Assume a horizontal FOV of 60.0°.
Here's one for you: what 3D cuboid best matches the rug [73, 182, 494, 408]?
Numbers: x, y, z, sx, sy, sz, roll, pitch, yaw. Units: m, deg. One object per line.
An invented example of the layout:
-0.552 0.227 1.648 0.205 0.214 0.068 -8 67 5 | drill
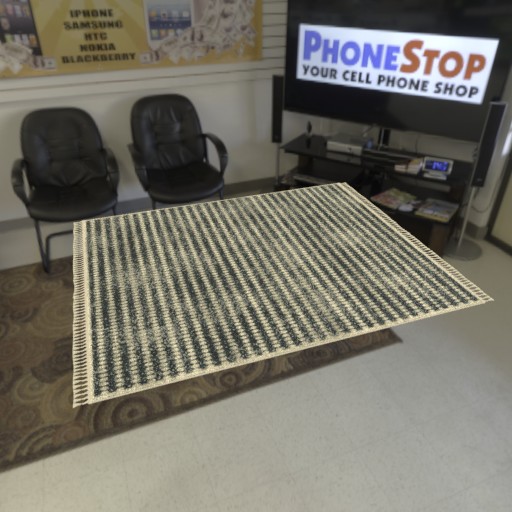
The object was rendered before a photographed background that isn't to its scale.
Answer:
0.000 0.000 3.728 2.910 0.013 2.256 -11 34 -16 | rug
